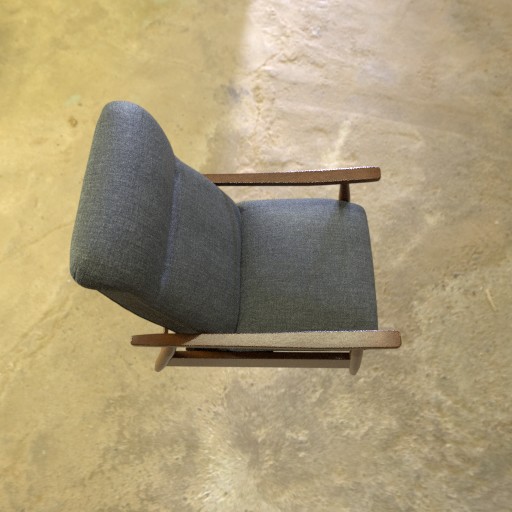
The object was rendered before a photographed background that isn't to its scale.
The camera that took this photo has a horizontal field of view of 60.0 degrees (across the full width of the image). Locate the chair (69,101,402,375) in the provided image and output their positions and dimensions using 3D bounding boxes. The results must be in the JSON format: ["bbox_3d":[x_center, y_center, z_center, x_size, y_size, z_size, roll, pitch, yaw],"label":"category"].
[{"bbox_3d":[0.000,0.000,1.777,1.030,1.082,0.762,1,65,0],"label":"chair"}]
